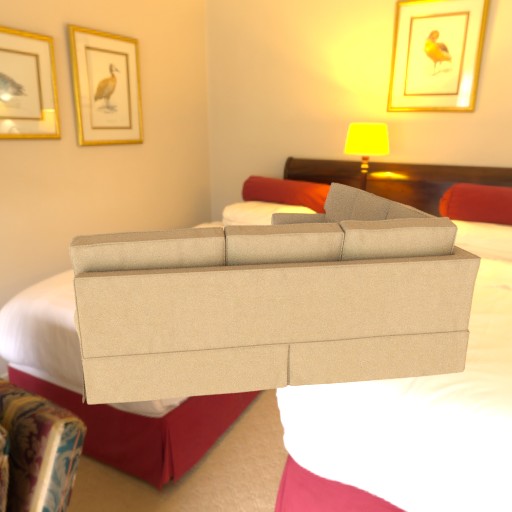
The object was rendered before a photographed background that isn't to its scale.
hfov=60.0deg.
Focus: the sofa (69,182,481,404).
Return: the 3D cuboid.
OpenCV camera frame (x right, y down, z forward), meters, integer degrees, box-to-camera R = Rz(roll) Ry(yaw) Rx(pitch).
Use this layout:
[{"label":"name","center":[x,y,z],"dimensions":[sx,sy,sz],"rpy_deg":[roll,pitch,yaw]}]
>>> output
[{"label":"sofa","center":[0.000,0.000,4.192],"dimensions":[2.733,1.124,2.730],"rpy_deg":[-2,17,-8]}]
